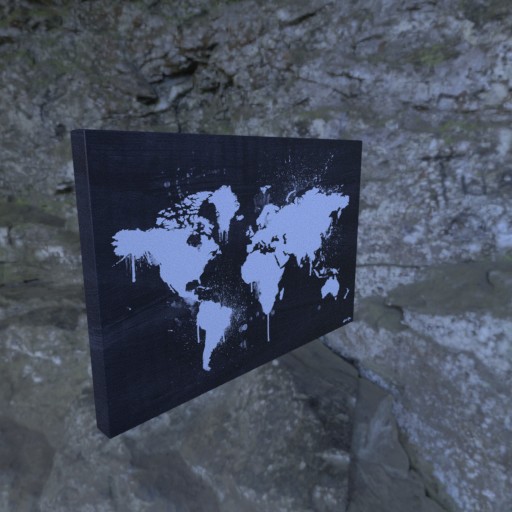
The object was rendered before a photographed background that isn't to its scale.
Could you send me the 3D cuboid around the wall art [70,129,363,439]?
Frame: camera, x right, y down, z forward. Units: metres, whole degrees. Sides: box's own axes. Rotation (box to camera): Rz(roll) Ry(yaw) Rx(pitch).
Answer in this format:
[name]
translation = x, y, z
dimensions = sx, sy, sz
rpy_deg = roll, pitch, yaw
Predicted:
[wall art]
translation = 0.000, 0.000, 0.783
dimensions = 0.038, 0.409, 0.610
rpy_deg = 12, 18, 43
